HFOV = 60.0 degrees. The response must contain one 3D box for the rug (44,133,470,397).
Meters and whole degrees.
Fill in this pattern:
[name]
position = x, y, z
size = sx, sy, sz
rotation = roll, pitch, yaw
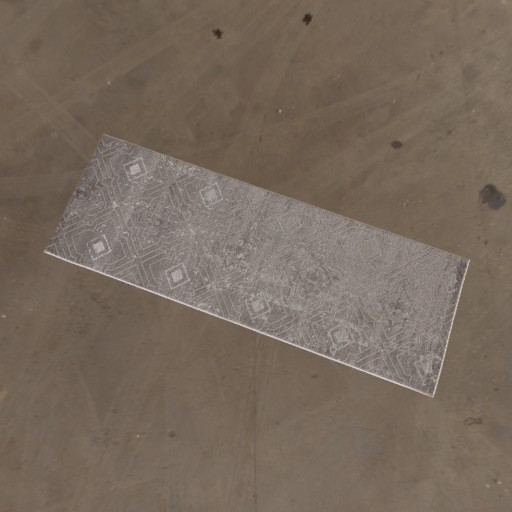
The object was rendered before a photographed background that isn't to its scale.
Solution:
[rug]
position = 0.000, 0.000, 2.623
size = 2.381, 0.035, 0.832
rotation = 20, 77, 5
